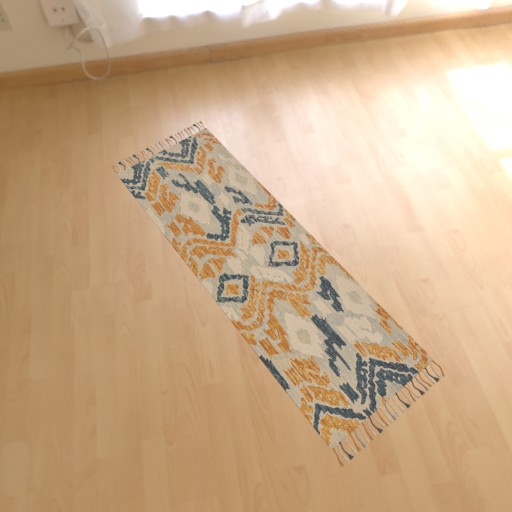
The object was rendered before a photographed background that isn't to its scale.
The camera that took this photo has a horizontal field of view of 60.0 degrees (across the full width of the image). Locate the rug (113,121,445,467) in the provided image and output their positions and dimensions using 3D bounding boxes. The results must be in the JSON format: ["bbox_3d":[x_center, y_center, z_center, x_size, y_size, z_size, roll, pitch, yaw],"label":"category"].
[{"bbox_3d":[0.000,0.000,2.781,0.783,0.010,2.437,-33,65,-18],"label":"rug"}]
